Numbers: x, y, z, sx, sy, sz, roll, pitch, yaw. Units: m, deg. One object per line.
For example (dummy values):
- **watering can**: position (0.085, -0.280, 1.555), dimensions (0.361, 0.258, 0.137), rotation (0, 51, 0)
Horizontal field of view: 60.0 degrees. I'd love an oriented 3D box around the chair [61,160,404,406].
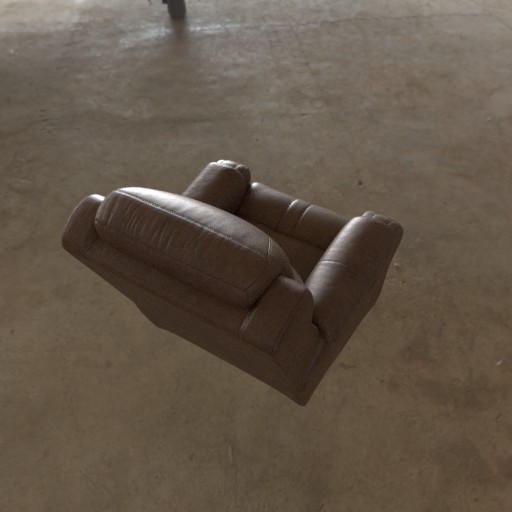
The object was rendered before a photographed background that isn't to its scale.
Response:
- **chair**: position (0.000, 0.000, 1.778), dimensions (0.940, 0.990, 1.067), rotation (24, 51, 20)
